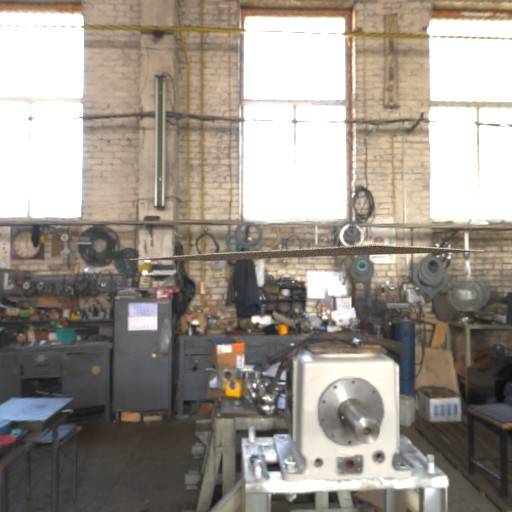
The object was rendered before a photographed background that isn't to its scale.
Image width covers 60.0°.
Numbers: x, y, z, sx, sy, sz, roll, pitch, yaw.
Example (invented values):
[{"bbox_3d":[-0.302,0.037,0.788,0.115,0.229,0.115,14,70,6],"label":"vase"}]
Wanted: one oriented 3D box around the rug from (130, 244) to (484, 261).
[{"bbox_3d":[0.000,0.000,2.587,0.697,0.013,2.335,1,-2,-35],"label":"rug"}]
